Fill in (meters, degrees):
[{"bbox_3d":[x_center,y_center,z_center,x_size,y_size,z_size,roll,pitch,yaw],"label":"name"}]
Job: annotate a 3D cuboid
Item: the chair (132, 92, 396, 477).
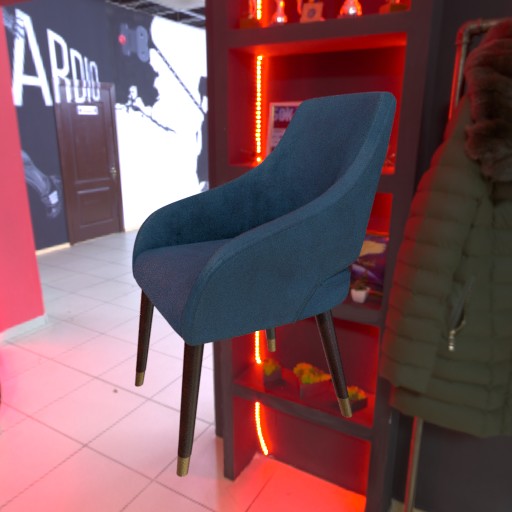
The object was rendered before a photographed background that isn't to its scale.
[{"bbox_3d":[0.000,0.000,1.535,0.794,1.081,0.683,-8,18,-27],"label":"chair"}]
